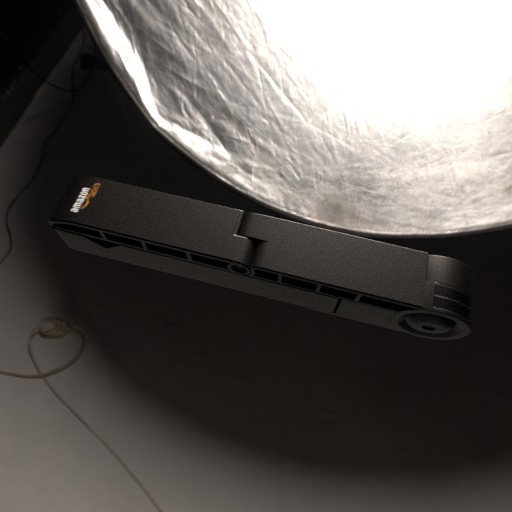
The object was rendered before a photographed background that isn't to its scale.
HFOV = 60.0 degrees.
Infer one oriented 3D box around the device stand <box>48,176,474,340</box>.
[{"bbox_3d":[0.000,0.000,0.190,0.179,0.030,0.026,13,64,7],"label":"device stand"}]
